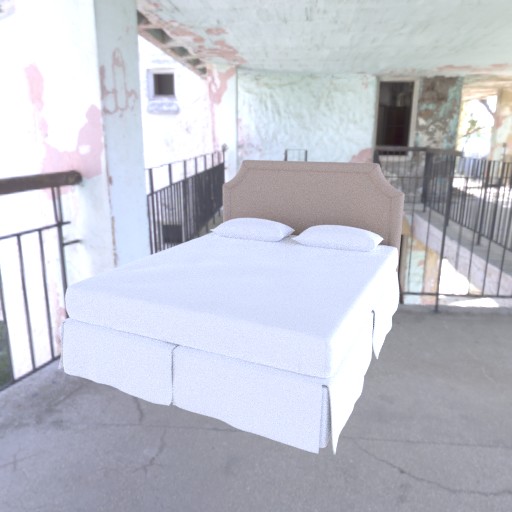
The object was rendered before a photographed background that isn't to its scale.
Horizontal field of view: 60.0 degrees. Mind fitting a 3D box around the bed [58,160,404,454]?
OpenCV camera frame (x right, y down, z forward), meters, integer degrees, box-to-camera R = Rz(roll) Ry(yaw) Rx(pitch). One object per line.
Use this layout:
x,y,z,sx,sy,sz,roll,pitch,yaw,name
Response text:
0.000,0.000,4.122,2.350,1.590,2.773,7,17,25,bed
